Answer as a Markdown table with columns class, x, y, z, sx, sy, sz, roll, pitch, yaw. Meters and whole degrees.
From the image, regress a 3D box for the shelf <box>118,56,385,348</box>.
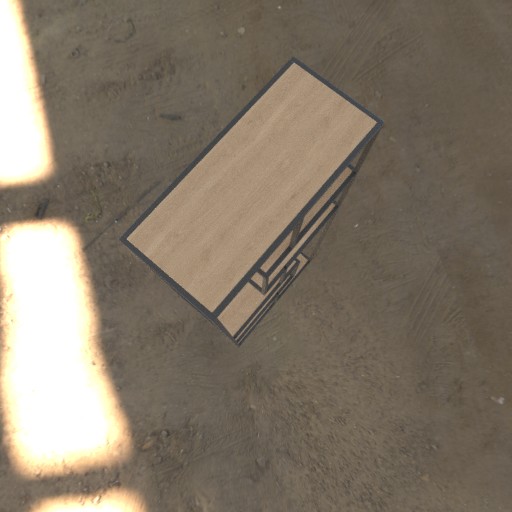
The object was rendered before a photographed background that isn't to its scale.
| class | x | y | z | sx | sy | sz | roll | pitch | yaw |
| --- | --- | --- | --- | --- | --- | --- | --- | --- | --- |
| shelf | 0.000 | 0.000 | 2.163 | 0.350 | 1.850 | 0.770 | 39 | 79 | 9 |
